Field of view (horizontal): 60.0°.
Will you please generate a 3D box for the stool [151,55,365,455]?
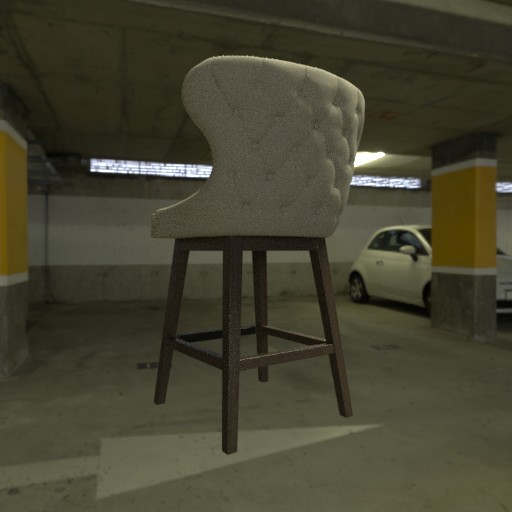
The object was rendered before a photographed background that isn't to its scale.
[{"bbox_3d":[0.000,0.000,1.370,0.615,0.972,0.597,-1,1,-35],"label":"stool"}]
